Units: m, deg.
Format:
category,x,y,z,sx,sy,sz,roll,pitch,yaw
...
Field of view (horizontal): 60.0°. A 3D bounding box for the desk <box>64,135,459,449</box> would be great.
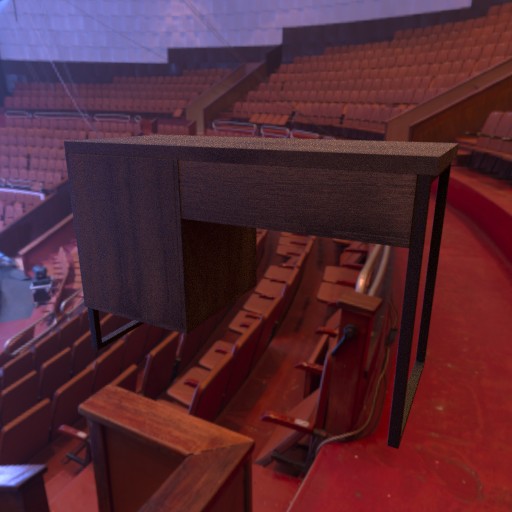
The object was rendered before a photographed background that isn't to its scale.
category,x,y,z,sx,sy,sz,roll,pitch,yaw
desk,0.000,0.000,1.504,1.134,0.752,0.511,9,20,26
